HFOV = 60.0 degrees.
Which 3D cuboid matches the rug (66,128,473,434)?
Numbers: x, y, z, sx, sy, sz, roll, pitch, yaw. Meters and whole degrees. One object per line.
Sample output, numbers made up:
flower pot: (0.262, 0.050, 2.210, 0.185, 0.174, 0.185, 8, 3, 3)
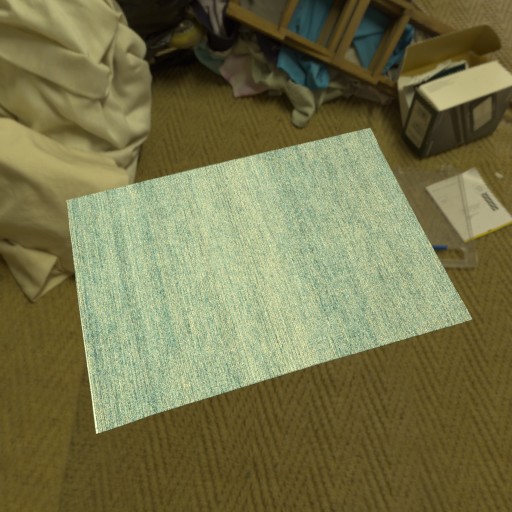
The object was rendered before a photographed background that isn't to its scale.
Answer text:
rug: (0.000, 0.000, 5.128, 4.078, 0.052, 2.802, -15, 65, -7)
